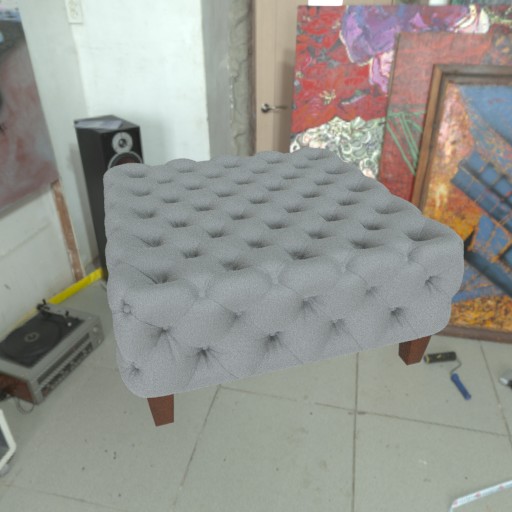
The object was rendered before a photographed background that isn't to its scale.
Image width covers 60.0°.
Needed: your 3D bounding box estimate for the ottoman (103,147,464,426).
[{"bbox_3d":[0.000,0.000,1.449,0.917,0.439,0.911,-9,32,-15],"label":"ottoman"}]
